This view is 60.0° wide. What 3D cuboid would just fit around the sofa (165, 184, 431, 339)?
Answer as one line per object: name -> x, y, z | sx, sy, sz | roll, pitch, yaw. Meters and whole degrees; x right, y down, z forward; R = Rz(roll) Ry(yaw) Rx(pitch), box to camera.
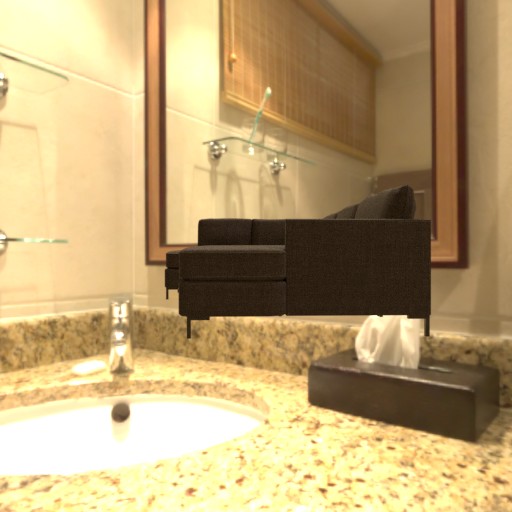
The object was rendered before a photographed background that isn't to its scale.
sofa -> 0.000, 0.000, 4.376 | 2.048, 0.999, 3.423 | 0, 0, -2
